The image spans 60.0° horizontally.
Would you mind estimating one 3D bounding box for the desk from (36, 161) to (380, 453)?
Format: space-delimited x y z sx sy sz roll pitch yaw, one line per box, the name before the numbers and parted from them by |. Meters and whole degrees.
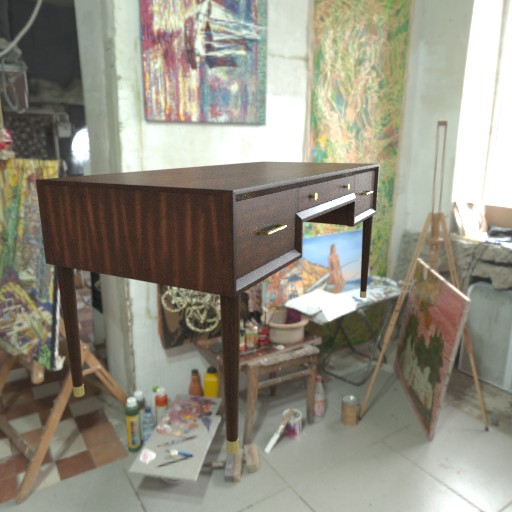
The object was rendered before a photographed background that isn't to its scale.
desk | 0.000 0.000 1.987 0.724 0.762 1.575 7 16 27
